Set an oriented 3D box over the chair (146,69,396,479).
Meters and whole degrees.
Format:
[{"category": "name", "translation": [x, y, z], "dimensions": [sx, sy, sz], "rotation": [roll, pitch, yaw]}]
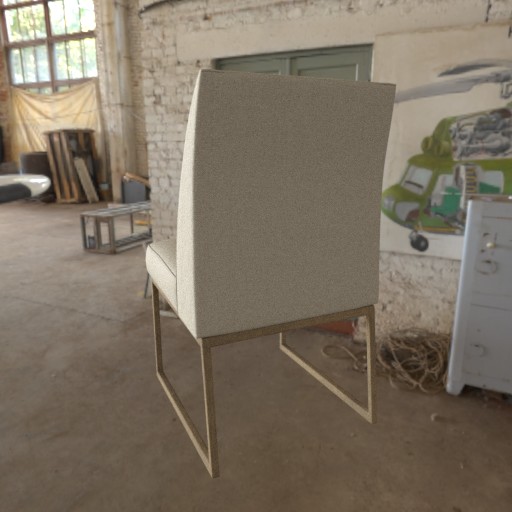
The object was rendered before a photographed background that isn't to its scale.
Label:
[{"category": "chair", "translation": [0.000, 0.000, 1.218], "dimensions": [0.508, 0.863, 0.522], "rotation": [-7, 16, -25]}]
